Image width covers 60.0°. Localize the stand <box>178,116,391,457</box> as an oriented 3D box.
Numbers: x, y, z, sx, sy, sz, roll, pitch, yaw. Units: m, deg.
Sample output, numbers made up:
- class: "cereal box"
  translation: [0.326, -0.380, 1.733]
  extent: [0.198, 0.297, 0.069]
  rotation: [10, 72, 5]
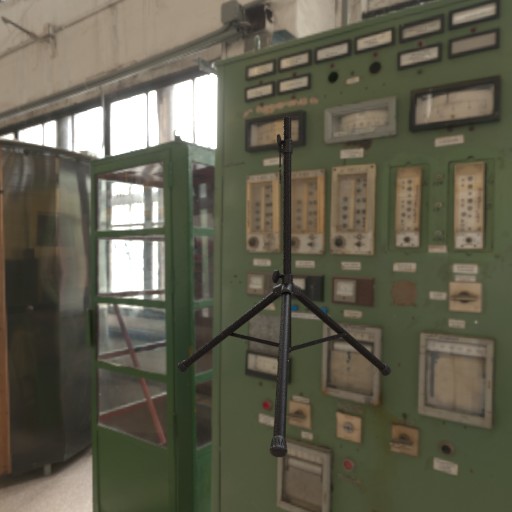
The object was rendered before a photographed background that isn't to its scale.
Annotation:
- class: "stand"
  translation: [0.000, 0.000, 1.911]
  extent: [0.907, 1.136, 1.045]
  rotation: [1, 1, 35]
